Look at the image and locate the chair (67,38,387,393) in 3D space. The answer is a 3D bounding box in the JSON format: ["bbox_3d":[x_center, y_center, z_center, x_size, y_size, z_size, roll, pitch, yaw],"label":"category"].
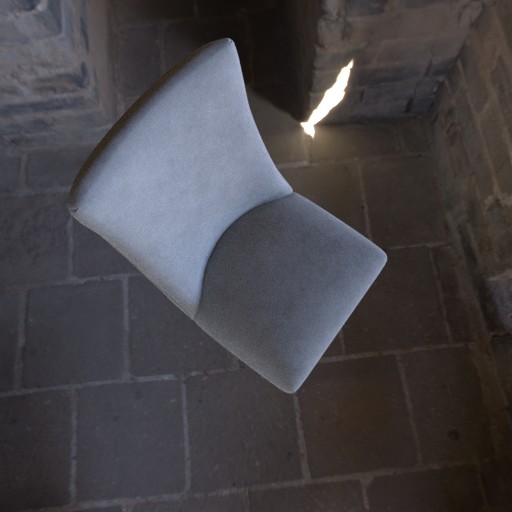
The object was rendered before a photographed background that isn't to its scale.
[{"bbox_3d":[0.000,0.000,1.231,0.610,0.902,0.495,36,77,9],"label":"chair"}]
